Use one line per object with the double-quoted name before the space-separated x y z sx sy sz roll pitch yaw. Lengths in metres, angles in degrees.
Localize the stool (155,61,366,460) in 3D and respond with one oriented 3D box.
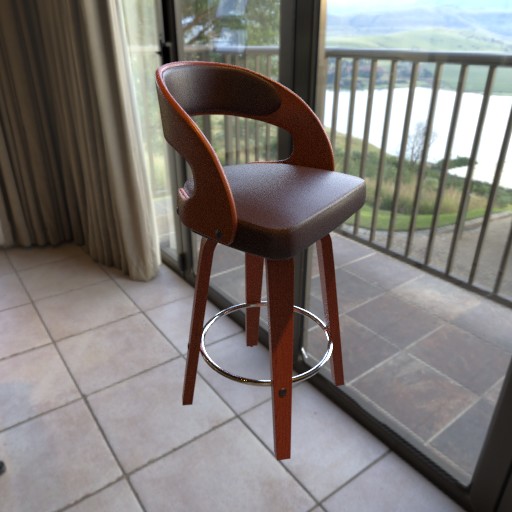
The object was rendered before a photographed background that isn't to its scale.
"stool" 0.000 0.000 1.184 0.457 0.940 0.457 17 32 31
